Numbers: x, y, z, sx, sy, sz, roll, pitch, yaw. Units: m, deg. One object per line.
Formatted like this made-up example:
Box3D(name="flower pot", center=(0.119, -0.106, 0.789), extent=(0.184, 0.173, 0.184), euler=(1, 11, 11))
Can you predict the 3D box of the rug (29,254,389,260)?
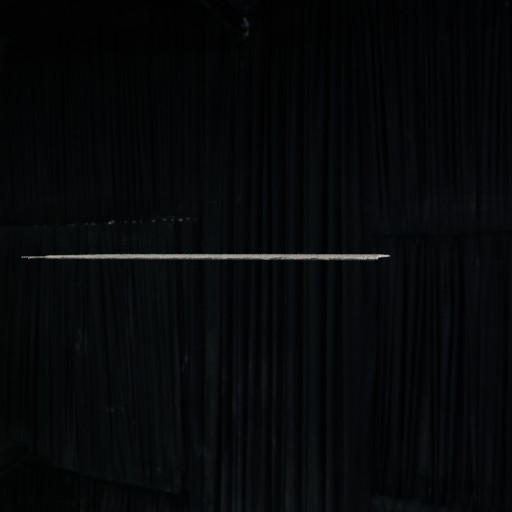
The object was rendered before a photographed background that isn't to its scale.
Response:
Box3D(name="rug", center=(0.000, 0.000, 4.237), extent=(2.388, 0.030, 3.213), euler=(0, 0, 18))
